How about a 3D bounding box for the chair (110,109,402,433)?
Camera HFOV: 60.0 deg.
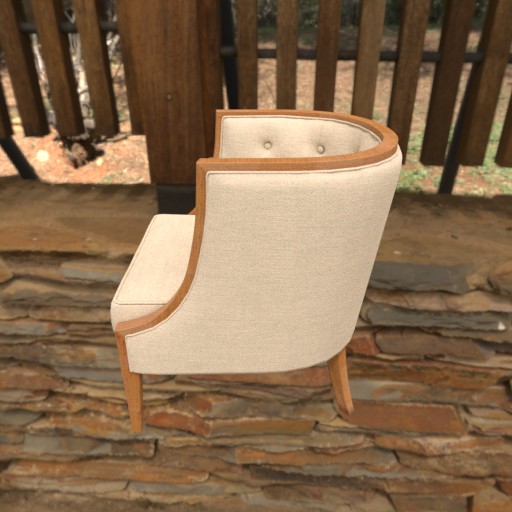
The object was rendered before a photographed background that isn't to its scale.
[{"bbox_3d":[0.000,0.000,1.384,0.757,0.775,0.711,-1,27,-1],"label":"chair"}]
